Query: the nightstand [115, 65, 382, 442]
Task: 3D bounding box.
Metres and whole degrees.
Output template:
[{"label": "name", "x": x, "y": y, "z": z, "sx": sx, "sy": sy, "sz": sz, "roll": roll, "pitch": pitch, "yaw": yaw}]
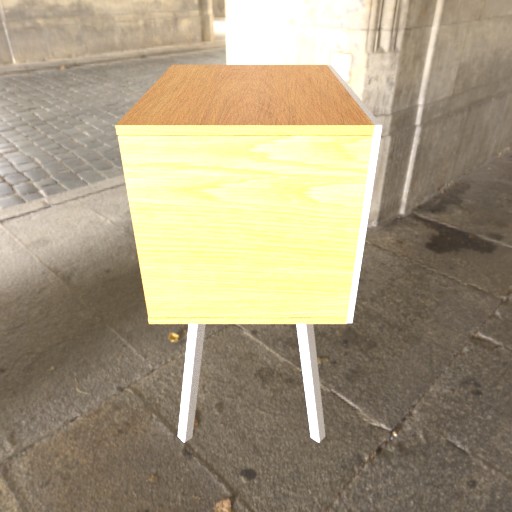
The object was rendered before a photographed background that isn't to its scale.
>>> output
[{"label": "nightstand", "x": 0.000, "y": 0.000, "z": 0.828, "sx": 0.316, "sy": 0.601, "sz": 0.400, "roll": 0, "pitch": 32, "yaw": 0}]
